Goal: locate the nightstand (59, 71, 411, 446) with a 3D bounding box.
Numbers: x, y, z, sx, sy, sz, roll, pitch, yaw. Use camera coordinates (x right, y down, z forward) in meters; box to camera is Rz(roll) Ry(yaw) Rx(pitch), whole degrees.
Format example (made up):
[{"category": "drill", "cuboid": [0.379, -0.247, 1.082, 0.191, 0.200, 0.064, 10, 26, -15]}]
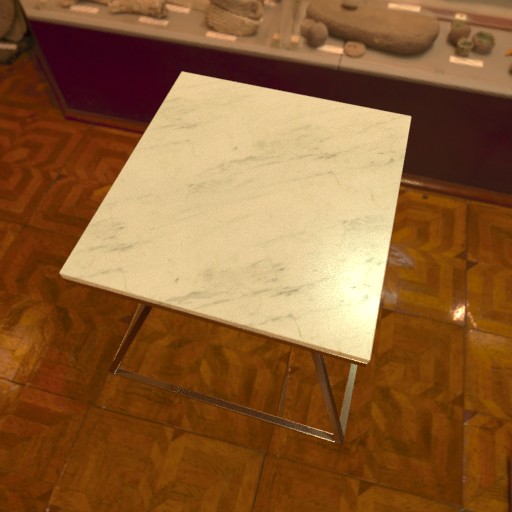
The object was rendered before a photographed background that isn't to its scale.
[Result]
[{"category": "nightstand", "cuboid": [0.000, 0.000, 0.879, 0.514, 0.426, 0.513, 14, 60, 9]}]
